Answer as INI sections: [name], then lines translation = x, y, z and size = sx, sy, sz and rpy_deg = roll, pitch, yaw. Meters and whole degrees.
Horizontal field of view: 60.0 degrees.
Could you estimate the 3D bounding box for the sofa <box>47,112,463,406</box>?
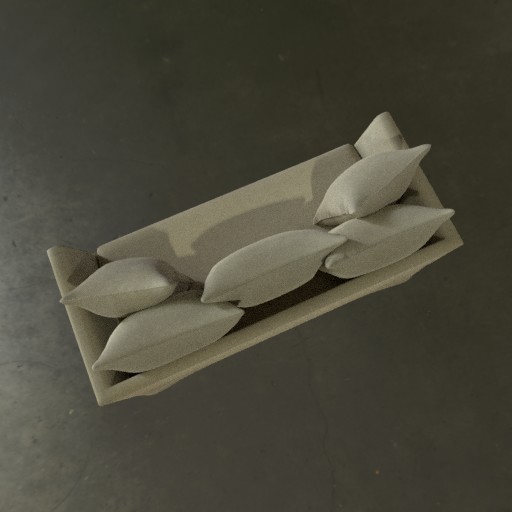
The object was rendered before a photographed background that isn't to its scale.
[sofa]
translation = 0.000, 0.000, 2.832
size = 2.290, 1.034, 1.031
rpy_deg = -23, 77, -6
